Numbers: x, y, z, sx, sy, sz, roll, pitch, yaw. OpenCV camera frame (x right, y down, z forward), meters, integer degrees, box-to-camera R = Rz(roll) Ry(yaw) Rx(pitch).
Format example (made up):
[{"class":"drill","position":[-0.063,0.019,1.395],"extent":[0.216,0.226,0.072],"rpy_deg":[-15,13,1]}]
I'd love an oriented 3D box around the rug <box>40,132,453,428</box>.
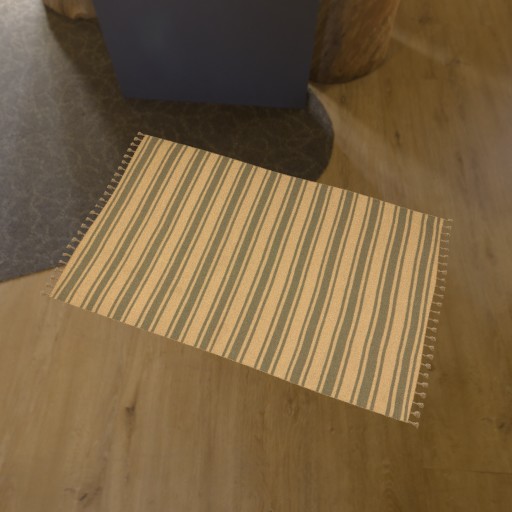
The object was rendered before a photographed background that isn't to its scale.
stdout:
[{"class":"rug","position":[0.000,0.000,2.513],"extent":[2.084,0.009,1.222],"rpy_deg":[17,65,9]}]
